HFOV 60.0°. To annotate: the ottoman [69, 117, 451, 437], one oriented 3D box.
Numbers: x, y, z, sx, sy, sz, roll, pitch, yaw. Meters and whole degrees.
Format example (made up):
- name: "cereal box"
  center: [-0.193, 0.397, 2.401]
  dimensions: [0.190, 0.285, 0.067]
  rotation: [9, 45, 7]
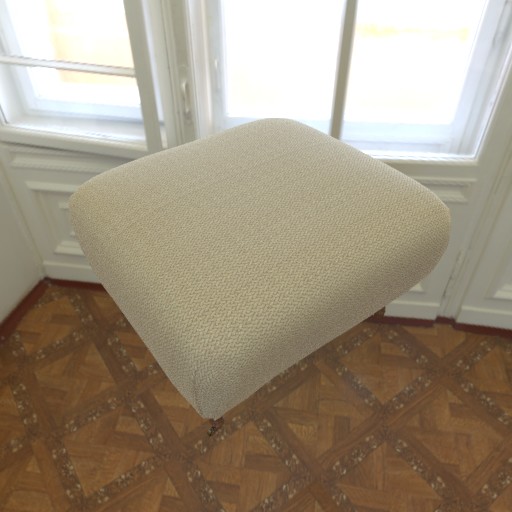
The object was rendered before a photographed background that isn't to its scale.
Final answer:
- name: "ottoman"
  center: [0.000, 0.000, 1.072]
  dimensions: [0.684, 0.447, 0.622]
  rotation: [-27, 48, -27]
